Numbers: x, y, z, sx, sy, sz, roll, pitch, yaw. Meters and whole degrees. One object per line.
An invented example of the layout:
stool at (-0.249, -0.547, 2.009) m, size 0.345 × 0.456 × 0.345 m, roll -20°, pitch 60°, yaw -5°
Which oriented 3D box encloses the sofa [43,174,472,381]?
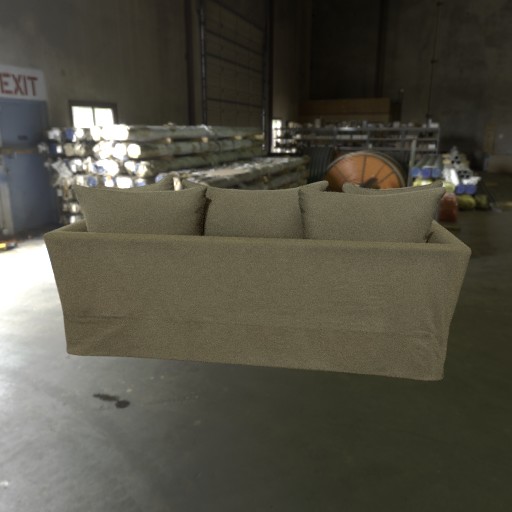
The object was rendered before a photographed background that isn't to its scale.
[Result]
sofa at (0.000, 0.000, 2.849) m, size 2.290 × 1.034 × 1.031 m, roll 2°, pitch 16°, yaw 8°
